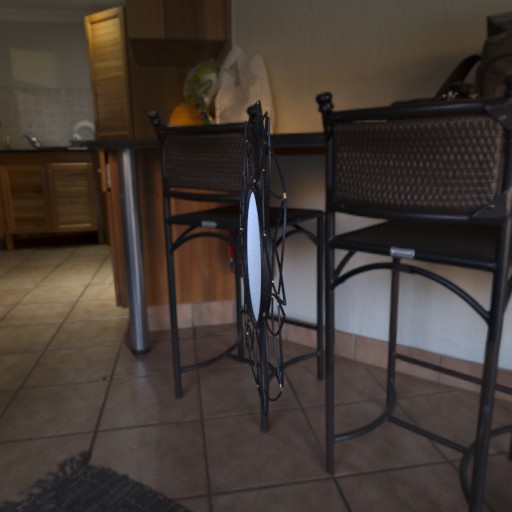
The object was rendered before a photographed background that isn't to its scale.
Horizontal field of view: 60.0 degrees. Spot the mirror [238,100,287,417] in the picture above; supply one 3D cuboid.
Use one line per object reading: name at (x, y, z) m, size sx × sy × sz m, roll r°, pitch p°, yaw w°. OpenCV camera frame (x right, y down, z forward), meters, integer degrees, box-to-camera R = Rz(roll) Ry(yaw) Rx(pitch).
mirror at (0.000, 0.000, 1.164) m, size 0.028 × 0.775 × 0.797 m, roll -2°, pitch 14°, yaw -8°
